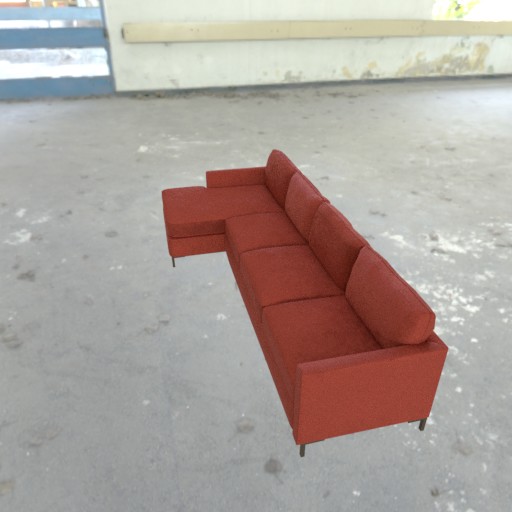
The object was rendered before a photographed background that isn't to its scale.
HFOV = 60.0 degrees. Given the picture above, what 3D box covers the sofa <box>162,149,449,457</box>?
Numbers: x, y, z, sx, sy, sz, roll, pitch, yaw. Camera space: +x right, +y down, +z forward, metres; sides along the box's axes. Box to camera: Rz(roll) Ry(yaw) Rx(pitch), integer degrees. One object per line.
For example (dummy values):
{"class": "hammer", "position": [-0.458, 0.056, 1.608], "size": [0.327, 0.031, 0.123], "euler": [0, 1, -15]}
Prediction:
{"class": "sofa", "position": [0.000, 0.000, 3.960], "size": [1.500, 0.967, 3.400], "euler": [-7, 31, -12]}
